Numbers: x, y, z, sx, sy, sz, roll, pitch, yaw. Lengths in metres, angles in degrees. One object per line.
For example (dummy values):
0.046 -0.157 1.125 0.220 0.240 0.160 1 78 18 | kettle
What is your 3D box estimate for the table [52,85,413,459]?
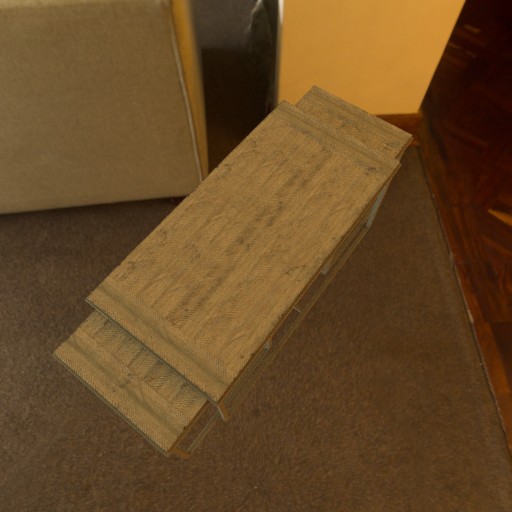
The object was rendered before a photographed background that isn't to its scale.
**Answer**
0.000 0.000 1.555 0.489 0.427 1.312 34 67 16 | table
